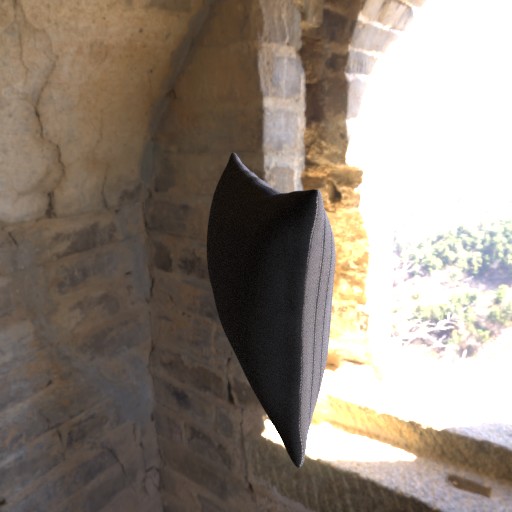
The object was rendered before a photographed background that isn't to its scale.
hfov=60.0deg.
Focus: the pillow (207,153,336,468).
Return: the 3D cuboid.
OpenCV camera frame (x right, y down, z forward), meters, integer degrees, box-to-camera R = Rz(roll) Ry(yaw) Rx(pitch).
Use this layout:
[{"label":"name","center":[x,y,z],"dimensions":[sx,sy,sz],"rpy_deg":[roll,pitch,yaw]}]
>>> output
[{"label":"pillow","center":[0.000,0.000,0.716],"dimensions":[0.151,0.305,0.609],"rpy_deg":[-3,15,-10]}]
